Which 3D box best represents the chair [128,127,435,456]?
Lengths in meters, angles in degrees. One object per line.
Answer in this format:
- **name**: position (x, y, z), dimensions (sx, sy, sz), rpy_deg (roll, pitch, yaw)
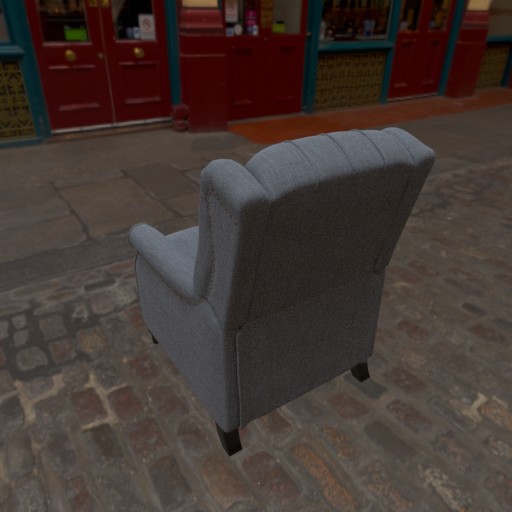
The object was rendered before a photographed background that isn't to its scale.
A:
- **chair**: position (0.000, 0.000, 1.645), dimensions (0.742, 1.035, 0.898), rpy_deg (-18, 34, -29)
